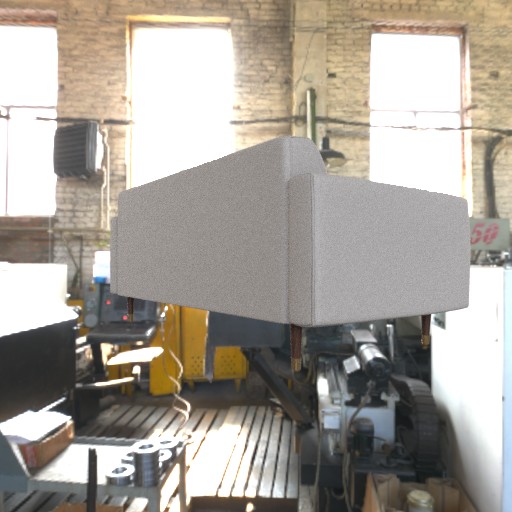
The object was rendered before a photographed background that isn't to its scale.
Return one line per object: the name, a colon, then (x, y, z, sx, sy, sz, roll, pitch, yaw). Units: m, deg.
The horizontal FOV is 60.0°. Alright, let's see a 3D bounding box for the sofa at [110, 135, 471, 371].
sofa: (0.000, 0.000, 2.389, 0.969, 0.814, 1.895, 0, -1, -37)
